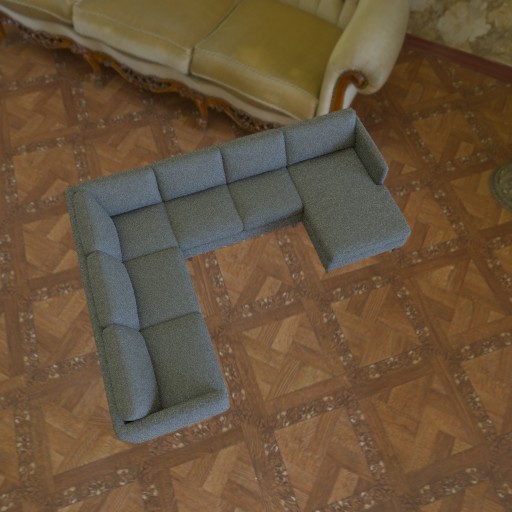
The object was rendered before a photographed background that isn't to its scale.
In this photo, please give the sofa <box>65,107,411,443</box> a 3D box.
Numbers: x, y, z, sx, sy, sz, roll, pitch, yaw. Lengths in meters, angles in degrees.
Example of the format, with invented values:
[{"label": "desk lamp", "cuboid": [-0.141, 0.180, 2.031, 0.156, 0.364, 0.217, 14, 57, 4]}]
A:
[{"label": "sofa", "cuboid": [0.000, 0.000, 4.428, 3.238, 0.853, 2.551, -18, 65, -9]}]
